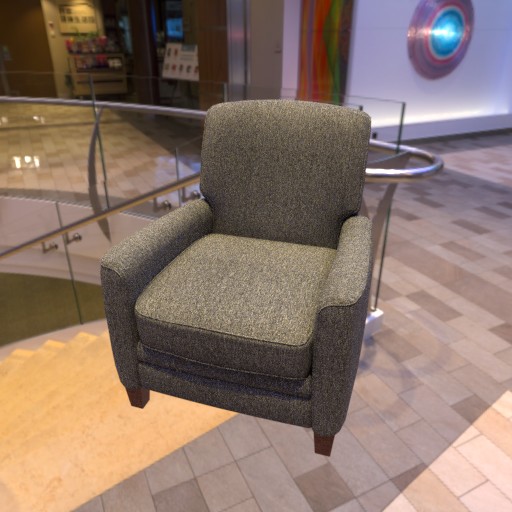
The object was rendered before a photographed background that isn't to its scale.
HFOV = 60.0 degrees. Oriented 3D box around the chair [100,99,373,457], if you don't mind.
[{"bbox_3d":[0.000,0.000,1.650,0.848,1.014,0.864,8,27,16],"label":"chair"}]
